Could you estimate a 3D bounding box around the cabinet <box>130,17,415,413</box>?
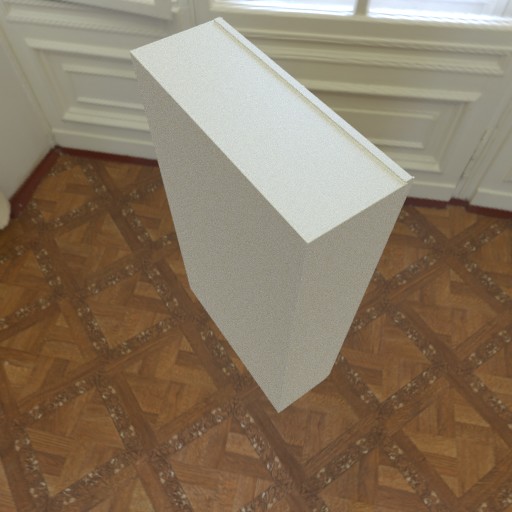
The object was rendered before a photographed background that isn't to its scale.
[{"bbox_3d":[0.000,0.000,2.639,0.480,2.160,1.250,-30,62,-18],"label":"cabinet"}]
